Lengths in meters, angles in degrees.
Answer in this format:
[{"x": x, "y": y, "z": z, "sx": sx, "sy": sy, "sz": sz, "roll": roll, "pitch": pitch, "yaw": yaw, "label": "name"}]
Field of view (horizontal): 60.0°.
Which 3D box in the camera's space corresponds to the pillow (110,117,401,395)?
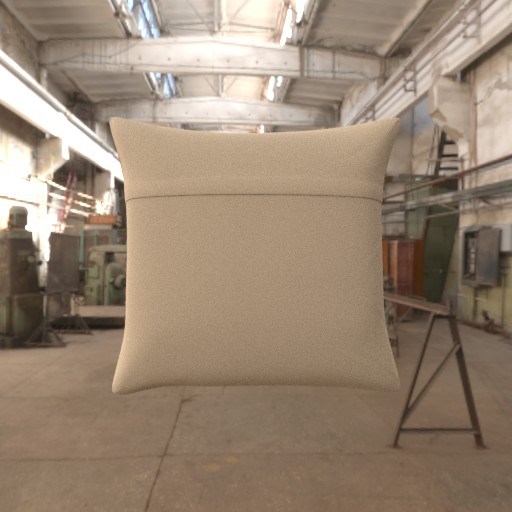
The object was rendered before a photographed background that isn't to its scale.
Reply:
[{"x": 0.000, "y": 0.000, "z": 0.771, "sx": 0.501, "sy": 0.477, "sz": 0.192, "roll": 0, "pitch": 1, "yaw": -1, "label": "pillow"}]
